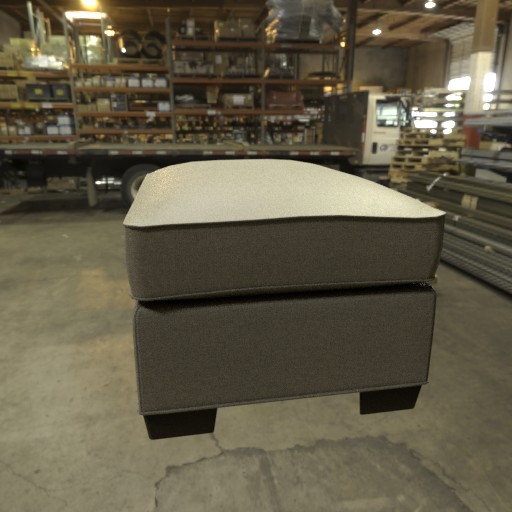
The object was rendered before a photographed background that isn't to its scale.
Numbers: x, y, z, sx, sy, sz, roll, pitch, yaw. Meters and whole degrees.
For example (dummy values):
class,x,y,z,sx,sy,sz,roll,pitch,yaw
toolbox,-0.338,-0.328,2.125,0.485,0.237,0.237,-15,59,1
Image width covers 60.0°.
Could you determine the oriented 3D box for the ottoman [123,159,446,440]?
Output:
class,x,y,z,sx,sy,sz,roll,pitch,yaw
ottoman,0.000,0.000,1.242,0.619,0.504,0.843,-3,17,-10
